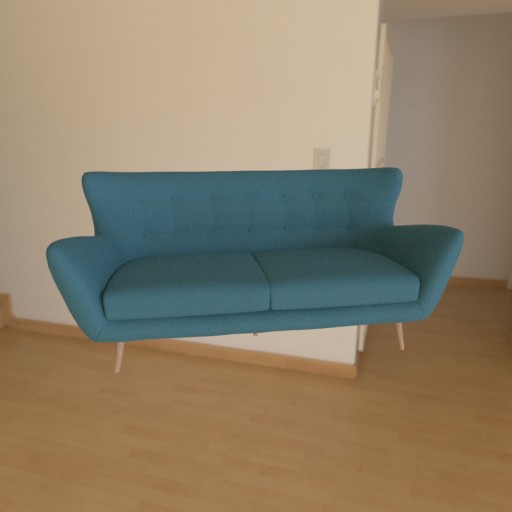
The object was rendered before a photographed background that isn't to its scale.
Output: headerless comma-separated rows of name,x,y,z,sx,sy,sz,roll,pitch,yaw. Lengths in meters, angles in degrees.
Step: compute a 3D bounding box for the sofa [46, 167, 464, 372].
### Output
sofa,0.000,0.000,2.419,1.930,0.890,0.889,-2,16,-9
